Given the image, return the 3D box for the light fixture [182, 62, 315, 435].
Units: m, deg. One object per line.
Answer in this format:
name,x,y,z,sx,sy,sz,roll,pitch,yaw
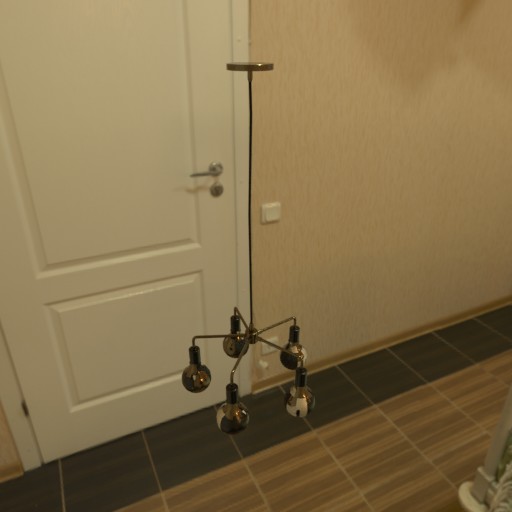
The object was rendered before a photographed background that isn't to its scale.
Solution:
light fixture,0.000,0.000,1.240,0.421,0.988,0.438,17,31,31
